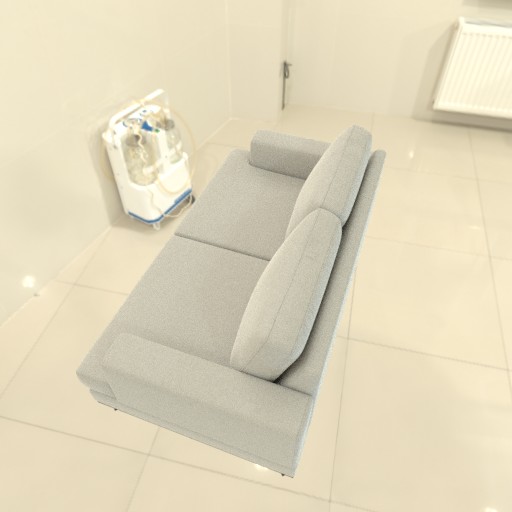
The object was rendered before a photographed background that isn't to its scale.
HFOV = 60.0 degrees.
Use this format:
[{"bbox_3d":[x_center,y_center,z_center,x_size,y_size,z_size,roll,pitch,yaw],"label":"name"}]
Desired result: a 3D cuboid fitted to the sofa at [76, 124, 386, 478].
[{"bbox_3d":[0.000,0.000,2.122,0.920,0.810,1.650,15,49,14],"label":"sofa"}]
